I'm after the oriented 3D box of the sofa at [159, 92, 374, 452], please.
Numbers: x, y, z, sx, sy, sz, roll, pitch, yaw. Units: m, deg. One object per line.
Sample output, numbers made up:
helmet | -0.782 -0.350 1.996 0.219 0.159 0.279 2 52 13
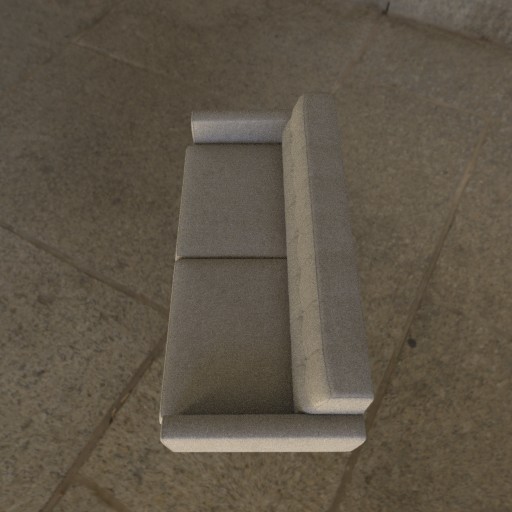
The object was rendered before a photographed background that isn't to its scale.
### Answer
sofa | 0.000 0.000 2.573 0.968 0.873 2.055 0 60 0
